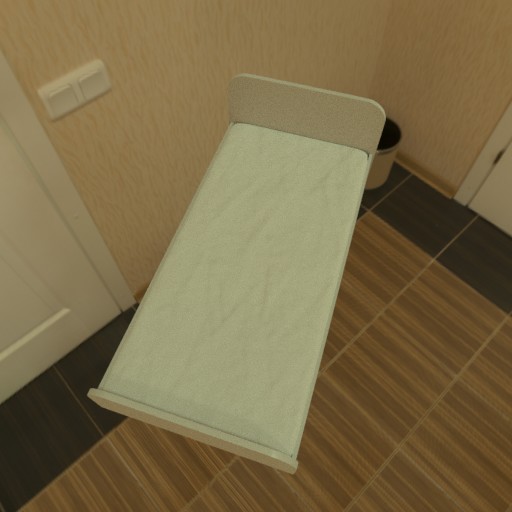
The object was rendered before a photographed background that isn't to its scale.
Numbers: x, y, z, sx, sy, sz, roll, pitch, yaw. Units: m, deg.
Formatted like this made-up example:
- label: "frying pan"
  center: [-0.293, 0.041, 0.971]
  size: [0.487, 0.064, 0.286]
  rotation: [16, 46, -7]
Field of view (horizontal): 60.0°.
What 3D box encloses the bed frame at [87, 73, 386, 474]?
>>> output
- label: "bed frame"
  center: [0.000, 0.000, 2.482]
  size: [0.998, 0.805, 1.963]
  rotation: [15, 60, 9]
